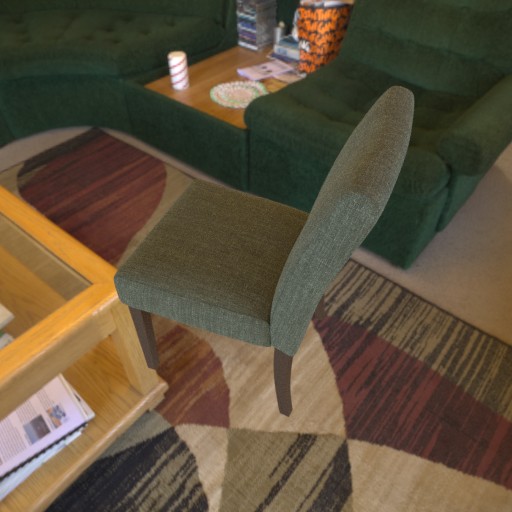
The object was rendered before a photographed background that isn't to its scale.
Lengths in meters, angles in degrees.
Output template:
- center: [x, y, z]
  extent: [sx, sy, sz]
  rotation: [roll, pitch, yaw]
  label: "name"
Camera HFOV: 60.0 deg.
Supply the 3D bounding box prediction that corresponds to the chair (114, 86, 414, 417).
- center: [0.000, 0.000, 1.232]
  extent: [0.629, 0.884, 0.487]
  rotation: [16, 48, 15]
  label: "chair"
